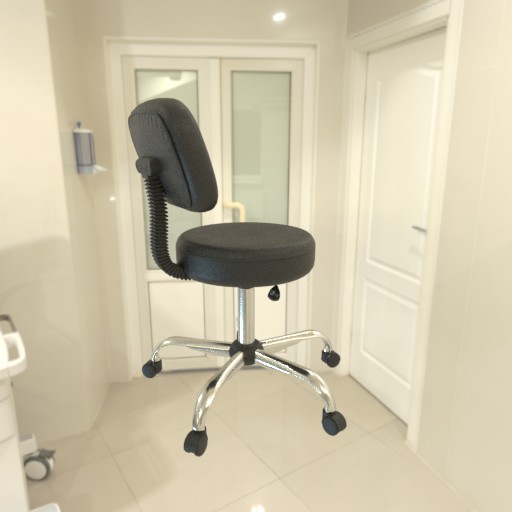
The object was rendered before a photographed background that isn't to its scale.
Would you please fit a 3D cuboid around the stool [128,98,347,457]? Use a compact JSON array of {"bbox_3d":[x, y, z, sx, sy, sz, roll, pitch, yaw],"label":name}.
[{"bbox_3d":[0.000,0.000,1.319,0.648,0.862,0.673,-7,16,-26],"label":"stool"}]
